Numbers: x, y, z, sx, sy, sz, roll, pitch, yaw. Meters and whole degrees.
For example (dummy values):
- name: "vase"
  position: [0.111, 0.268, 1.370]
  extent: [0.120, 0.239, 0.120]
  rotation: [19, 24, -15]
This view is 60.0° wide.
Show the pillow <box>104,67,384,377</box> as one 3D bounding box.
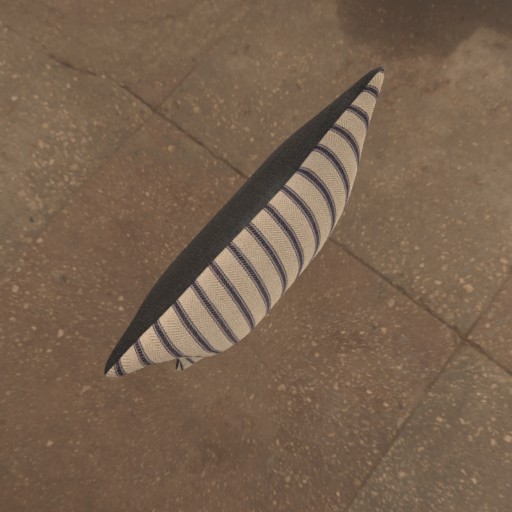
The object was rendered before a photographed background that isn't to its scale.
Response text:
- name: "pillow"
  position: [0.000, 0.000, 0.693]
  extent: [0.138, 0.444, 0.468]
  rotation: [40, 80, 8]
